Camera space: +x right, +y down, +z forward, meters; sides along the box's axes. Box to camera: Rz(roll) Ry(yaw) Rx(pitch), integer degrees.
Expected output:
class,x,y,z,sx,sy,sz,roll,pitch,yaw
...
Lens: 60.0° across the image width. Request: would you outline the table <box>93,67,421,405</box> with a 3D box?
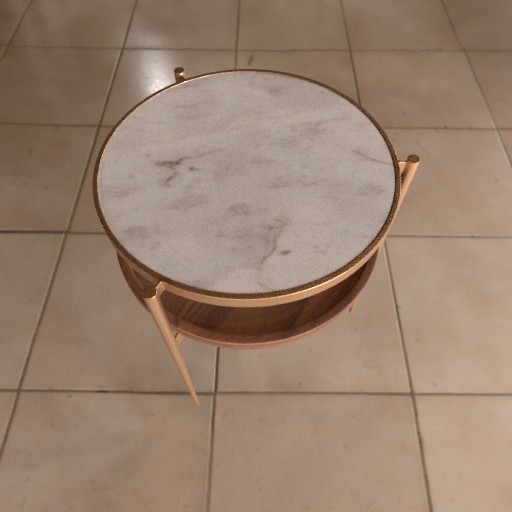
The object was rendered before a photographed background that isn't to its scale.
class,x,y,z,sx,sy,sz,roll,pitch,yaw
table,0.000,0.000,0.821,0.456,0.493,0.430,0,57,0
